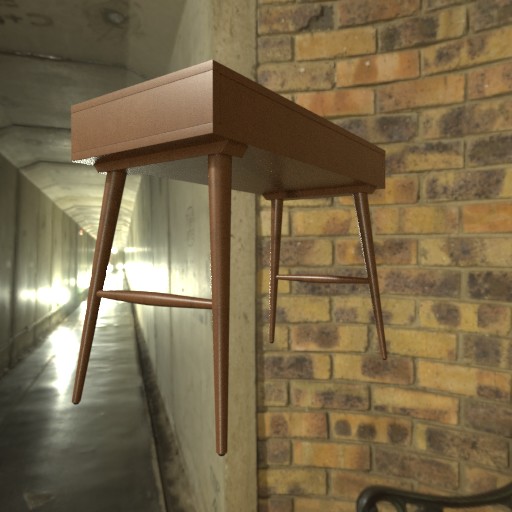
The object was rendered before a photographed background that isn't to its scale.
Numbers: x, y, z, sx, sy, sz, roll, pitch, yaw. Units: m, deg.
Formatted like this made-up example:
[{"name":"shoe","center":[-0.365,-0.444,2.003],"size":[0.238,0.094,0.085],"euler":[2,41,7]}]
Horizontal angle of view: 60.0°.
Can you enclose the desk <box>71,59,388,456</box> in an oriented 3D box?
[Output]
[{"name":"desk","center":[0.000,0.000,1.367],"size":[0.510,0.758,0.949],"euler":[1,1,36]}]
